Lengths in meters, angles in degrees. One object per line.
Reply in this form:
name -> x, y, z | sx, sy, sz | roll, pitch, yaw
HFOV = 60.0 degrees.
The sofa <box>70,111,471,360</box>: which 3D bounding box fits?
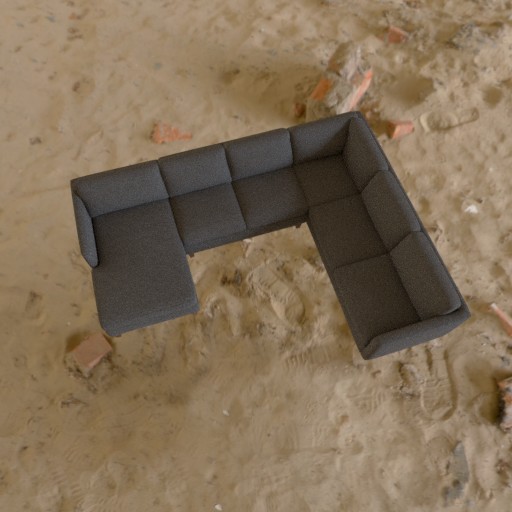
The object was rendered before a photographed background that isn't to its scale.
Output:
sofa -> 0.000, 0.000, 4.440 | 3.238, 0.853, 2.551 | -16, 65, -7
